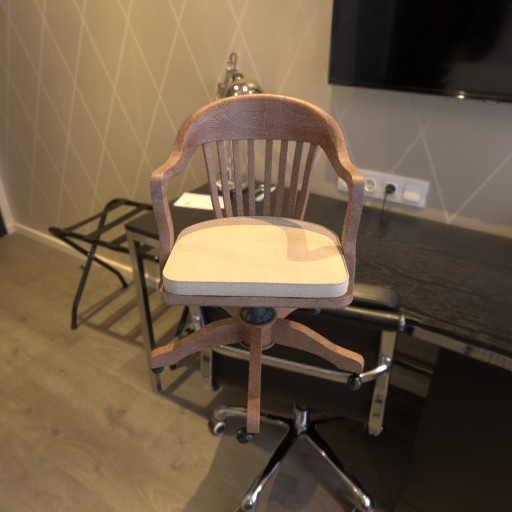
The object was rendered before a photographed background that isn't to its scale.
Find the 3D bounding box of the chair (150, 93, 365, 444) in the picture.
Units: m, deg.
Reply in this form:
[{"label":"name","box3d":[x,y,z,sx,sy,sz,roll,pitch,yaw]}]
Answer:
[{"label":"chair","box3d":[0.000,0.000,1.450,0.750,0.878,0.788,1,30,2]}]
